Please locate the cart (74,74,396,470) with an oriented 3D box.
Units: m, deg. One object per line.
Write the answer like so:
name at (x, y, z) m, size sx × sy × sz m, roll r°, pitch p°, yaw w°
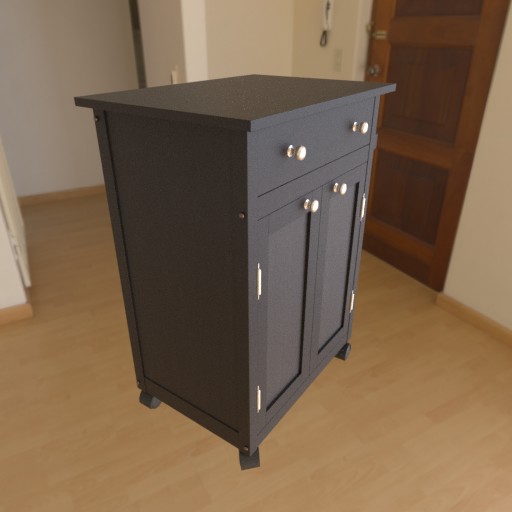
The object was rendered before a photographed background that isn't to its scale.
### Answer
cart at (0.000, 0.000, 1.239) m, size 0.456 × 0.879 × 0.660 m, roll 18°, pitch 32°, yaw 31°
